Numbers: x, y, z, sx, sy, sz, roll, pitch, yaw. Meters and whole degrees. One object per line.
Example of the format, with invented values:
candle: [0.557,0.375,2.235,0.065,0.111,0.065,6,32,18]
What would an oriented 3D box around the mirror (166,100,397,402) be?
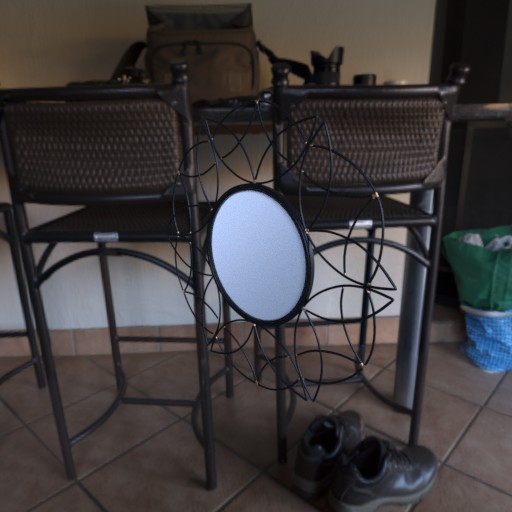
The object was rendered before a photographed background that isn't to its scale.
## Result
mirror: [0.000,0.000,1.164,0.797,0.775,0.028,15,22,42]
